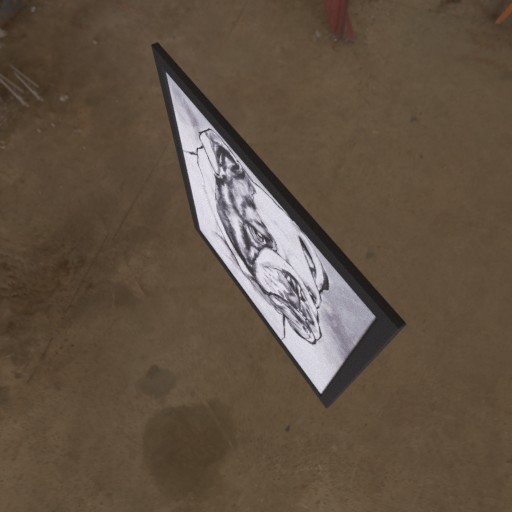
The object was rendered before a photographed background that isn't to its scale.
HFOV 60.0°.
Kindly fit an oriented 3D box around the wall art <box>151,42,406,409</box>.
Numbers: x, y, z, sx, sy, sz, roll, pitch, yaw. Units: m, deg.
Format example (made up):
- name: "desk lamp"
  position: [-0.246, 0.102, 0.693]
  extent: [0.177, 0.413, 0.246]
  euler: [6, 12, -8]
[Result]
- name: "wall art"
  position: [0.000, 0.000, 0.835]
  extent: [0.012, 0.558, 0.562]
  euler: [-32, 67, -15]
